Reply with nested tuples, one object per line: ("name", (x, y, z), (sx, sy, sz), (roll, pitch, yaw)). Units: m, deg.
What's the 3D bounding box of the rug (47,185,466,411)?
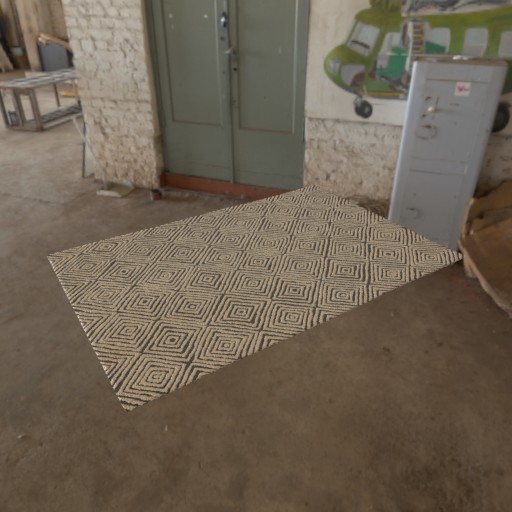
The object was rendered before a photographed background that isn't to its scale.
("rug", (0.000, 0.000, 2.225), (1.750, 0.004, 1.177), (-18, 35, -28))
